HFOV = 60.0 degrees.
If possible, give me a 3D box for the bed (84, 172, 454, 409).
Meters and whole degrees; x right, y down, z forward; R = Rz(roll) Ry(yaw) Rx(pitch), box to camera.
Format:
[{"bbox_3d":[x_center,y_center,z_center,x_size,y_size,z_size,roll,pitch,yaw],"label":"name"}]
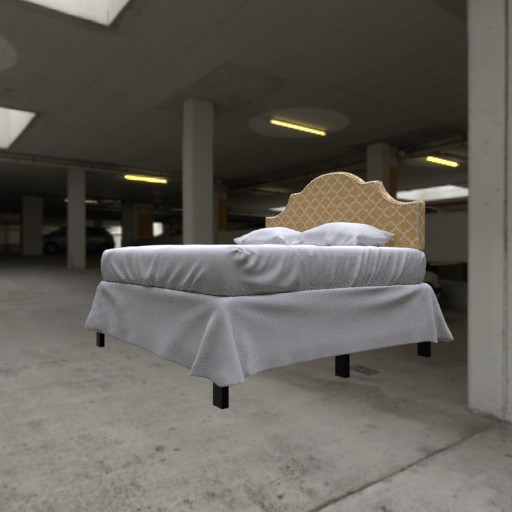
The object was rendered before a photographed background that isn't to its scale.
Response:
[{"bbox_3d":[0.000,0.000,3.721,2.222,1.601,2.314,0,0,-37],"label":"bed"}]
